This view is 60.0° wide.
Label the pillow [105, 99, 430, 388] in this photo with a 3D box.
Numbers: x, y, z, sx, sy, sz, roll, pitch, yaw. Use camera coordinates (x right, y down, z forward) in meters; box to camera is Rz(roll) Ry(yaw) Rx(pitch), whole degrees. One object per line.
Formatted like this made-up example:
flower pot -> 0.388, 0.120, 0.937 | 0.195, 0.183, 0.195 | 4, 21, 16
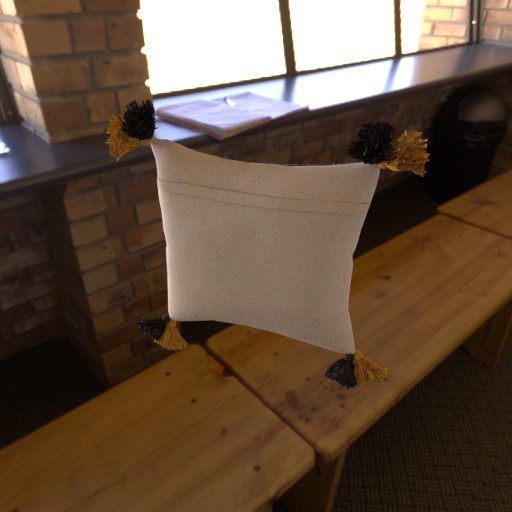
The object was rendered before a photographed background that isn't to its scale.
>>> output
pillow -> 0.000, 0.000, 0.986 | 0.654, 0.659, 0.139 | 9, 33, 15
